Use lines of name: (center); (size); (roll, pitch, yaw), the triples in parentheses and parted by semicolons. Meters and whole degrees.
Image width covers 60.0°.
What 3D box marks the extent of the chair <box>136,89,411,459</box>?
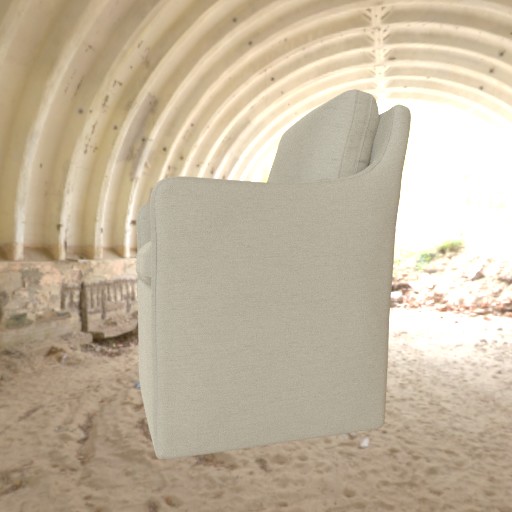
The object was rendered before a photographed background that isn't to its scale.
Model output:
chair: (0.000, 0.000, 1.352); (0.694, 0.914, 0.626); (0, 0, -18)
